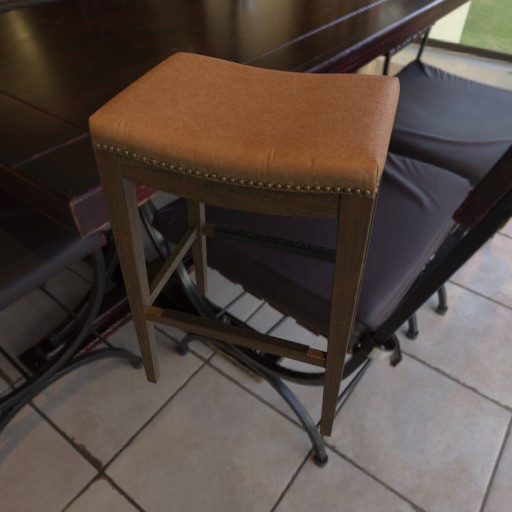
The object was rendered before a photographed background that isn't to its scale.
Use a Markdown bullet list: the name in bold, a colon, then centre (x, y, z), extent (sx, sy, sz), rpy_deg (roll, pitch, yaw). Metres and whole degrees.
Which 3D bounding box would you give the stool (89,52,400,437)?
- **stool**: centre (0.000, 0.000, 1.014), extent (0.500, 0.759, 0.361), rpy_deg (12, 44, 13)
